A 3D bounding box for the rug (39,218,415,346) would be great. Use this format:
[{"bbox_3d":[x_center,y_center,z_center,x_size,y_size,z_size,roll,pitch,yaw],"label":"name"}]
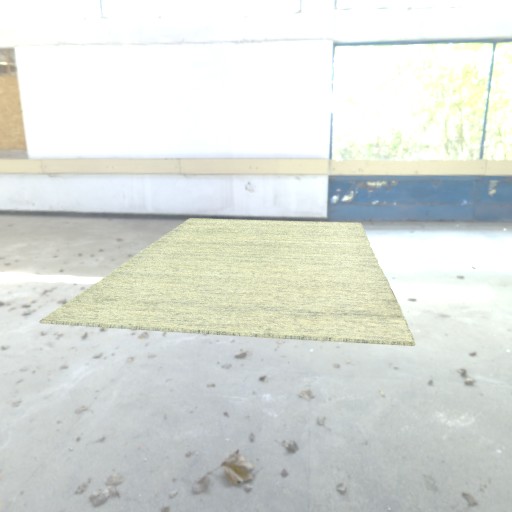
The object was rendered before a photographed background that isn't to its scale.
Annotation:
[{"bbox_3d":[0.000,0.000,2.296,1.243,0.014,1.846,2,16,7],"label":"rug"}]
